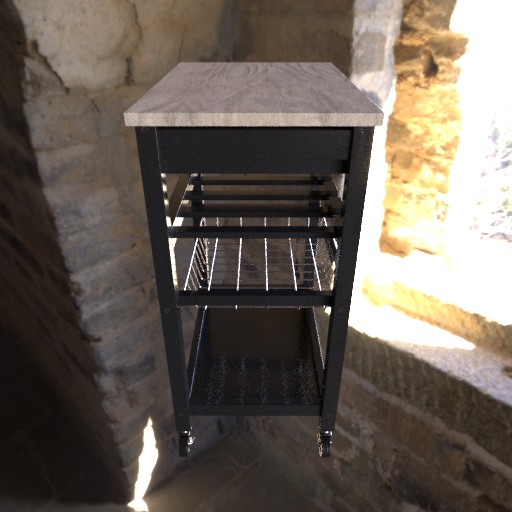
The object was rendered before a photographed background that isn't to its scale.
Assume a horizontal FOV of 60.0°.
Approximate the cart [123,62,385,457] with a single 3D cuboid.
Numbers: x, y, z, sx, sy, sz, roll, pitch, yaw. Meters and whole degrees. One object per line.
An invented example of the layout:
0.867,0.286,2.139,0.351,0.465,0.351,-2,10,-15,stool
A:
0.000,0.000,1.129,0.403,0.839,0.584,0,31,0,cart
